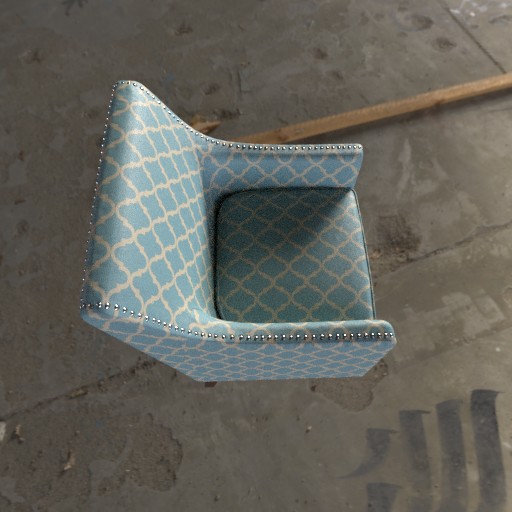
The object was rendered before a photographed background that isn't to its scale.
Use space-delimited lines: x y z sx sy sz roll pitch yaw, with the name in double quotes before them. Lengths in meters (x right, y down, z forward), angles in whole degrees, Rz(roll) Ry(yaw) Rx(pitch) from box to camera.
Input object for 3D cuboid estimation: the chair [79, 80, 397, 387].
"chair" 0.000 0.000 1.308 0.686 0.817 0.617 -2 64 -1
